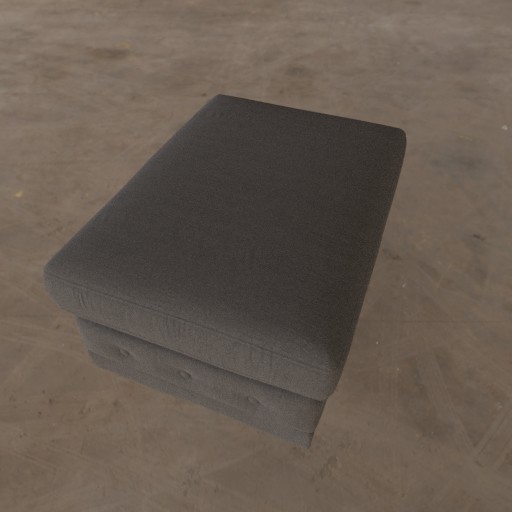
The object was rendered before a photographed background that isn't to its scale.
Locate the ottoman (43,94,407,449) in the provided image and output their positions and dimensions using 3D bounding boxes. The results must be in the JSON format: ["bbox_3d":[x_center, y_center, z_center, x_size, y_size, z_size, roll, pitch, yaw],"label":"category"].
[{"bbox_3d":[0.000,0.000,1.113,0.569,0.500,0.771,16,47,15],"label":"ottoman"}]
